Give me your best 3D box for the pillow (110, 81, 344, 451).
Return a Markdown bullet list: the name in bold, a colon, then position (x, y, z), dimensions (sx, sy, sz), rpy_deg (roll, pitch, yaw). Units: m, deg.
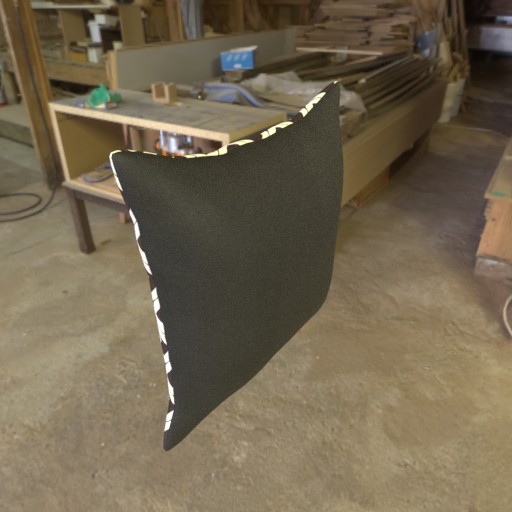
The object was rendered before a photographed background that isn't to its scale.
- **pillow**: position (0.000, 0.000, 0.753), dimensions (0.188, 0.494, 0.504), rpy_deg (21, 37, 30)
